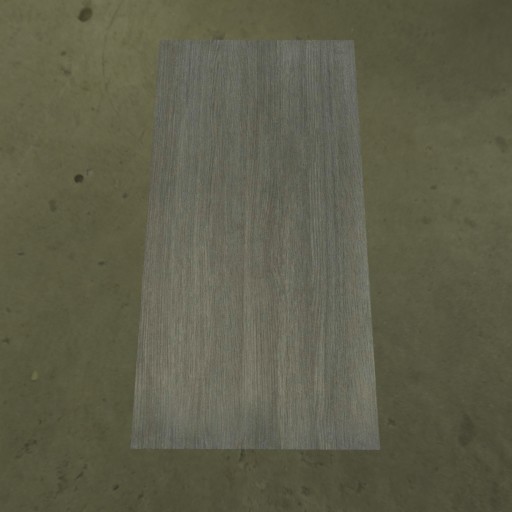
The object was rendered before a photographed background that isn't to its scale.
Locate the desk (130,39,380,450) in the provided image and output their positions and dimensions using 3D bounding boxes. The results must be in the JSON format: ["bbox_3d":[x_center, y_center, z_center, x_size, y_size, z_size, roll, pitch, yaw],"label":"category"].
[{"bbox_3d":[0.000,0.000,1.487,0.560,0.730,1.096,0,75,0],"label":"desk"}]
